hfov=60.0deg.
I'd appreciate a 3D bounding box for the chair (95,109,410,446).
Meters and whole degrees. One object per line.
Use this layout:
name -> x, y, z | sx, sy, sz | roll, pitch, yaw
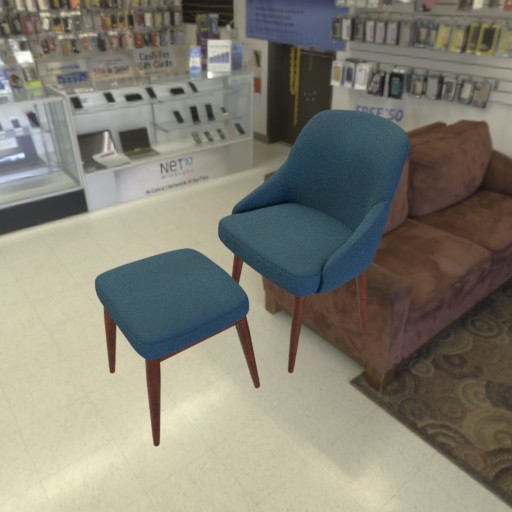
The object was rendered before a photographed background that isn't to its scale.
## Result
chair -> 0.000, 0.000, 1.636 | 1.114, 0.866, 0.584 | -21, 38, -30
